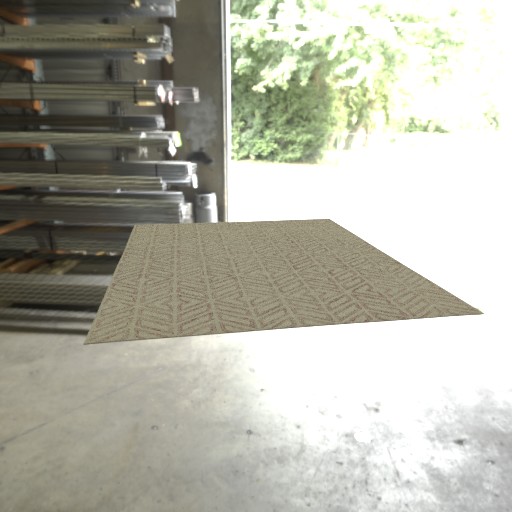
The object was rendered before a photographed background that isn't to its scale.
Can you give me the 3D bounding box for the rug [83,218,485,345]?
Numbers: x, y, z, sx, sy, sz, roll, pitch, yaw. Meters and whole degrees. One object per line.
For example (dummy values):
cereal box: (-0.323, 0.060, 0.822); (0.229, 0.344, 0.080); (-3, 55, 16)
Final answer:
rug: (0.000, 0.000, 4.042); (2.421, 0.008, 3.045); (-3, 17, -9)
